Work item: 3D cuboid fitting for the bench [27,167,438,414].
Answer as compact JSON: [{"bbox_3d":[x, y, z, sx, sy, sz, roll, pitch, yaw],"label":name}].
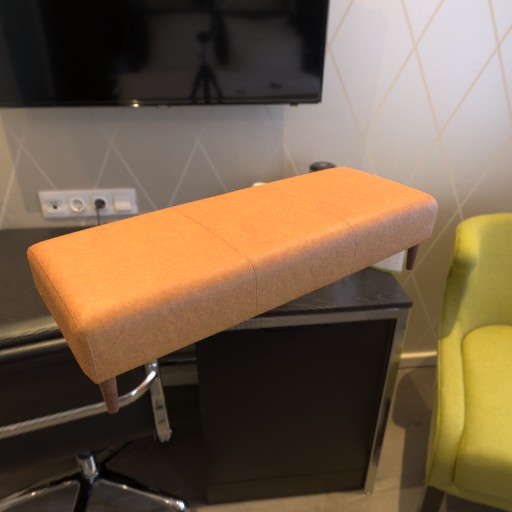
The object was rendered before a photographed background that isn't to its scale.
[{"bbox_3d":[0.000,0.000,1.860,1.610,0.399,0.653,-19,34,-31],"label":"bench"}]
